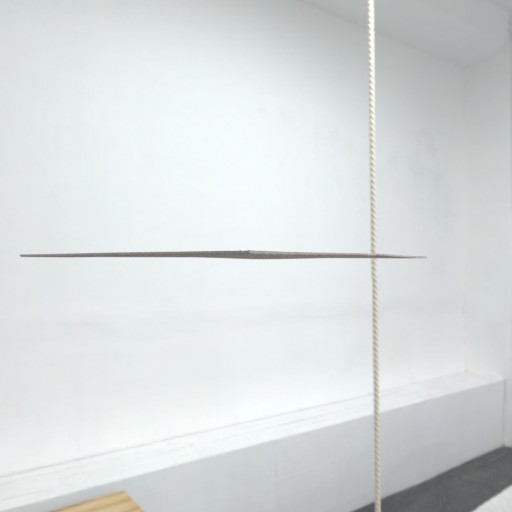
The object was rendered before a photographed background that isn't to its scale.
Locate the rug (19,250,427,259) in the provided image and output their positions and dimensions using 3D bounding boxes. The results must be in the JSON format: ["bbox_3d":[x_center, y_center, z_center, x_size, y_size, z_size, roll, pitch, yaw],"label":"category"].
[{"bbox_3d":[0.000,0.000,2.969,1.609,0.030,2.342,-1,-1,36],"label":"rug"}]
